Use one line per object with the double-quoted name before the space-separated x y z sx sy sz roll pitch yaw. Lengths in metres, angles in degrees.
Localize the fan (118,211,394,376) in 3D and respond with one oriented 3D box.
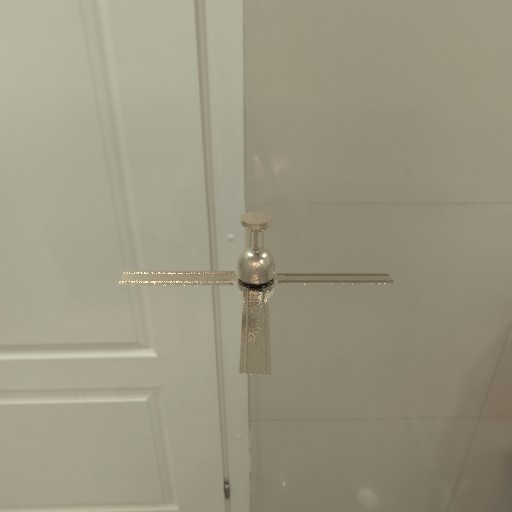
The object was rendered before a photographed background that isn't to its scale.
"fan" 0.000 0.000 2.147 1.346 0.406 1.346 -1 29 -1
